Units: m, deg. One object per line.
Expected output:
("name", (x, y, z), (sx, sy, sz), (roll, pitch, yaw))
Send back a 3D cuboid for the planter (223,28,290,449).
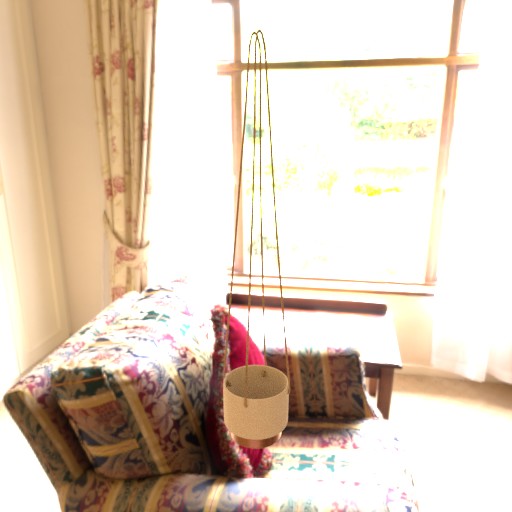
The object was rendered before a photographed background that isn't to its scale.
("planter", (0.000, 0.000, 0.908), (0.146, 0.841, 0.146), (-8, 18, -27))
